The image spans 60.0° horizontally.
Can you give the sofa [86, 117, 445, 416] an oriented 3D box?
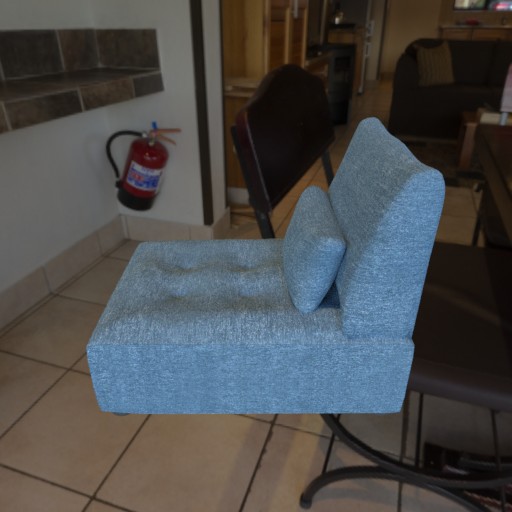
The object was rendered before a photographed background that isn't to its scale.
[{"bbox_3d":[0.000,0.000,1.545,1.000,0.820,0.700,0,28,0],"label":"sofa"}]
